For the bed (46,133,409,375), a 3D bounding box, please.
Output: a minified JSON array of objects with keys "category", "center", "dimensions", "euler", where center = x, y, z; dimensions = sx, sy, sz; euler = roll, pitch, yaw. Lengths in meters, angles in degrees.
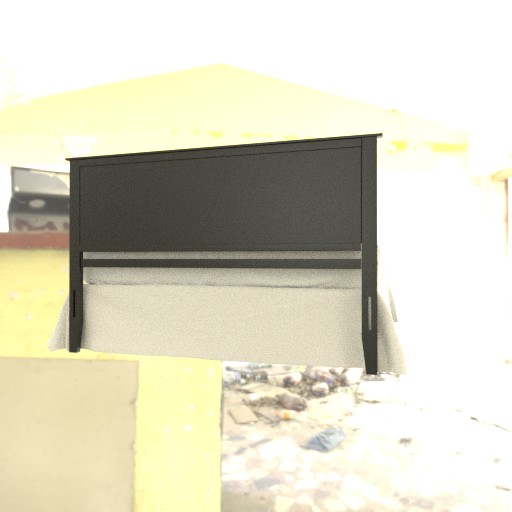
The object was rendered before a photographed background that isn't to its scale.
[{"category":"bed","center":[0.000,0.000,3.660],"dimensions":[2.315,1.271,2.219],"euler":[0,0,17]}]
